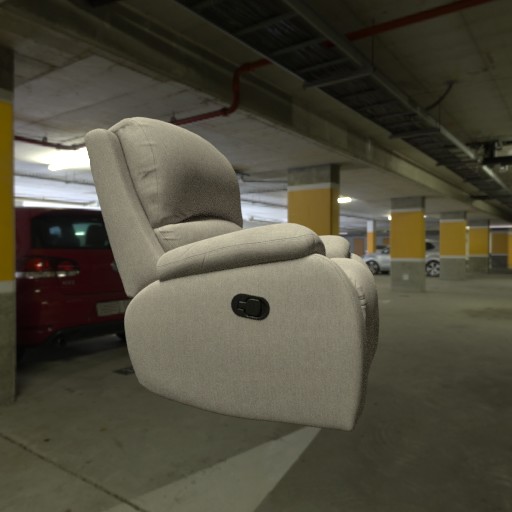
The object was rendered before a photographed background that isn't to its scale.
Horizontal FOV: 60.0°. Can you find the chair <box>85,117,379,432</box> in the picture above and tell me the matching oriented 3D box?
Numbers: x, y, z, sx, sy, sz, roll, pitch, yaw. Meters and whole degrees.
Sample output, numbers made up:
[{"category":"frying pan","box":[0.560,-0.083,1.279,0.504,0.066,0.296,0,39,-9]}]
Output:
[{"category":"chair","box":[0.000,0.000,1.703,0.899,1.011,0.930,0,1,18]}]
